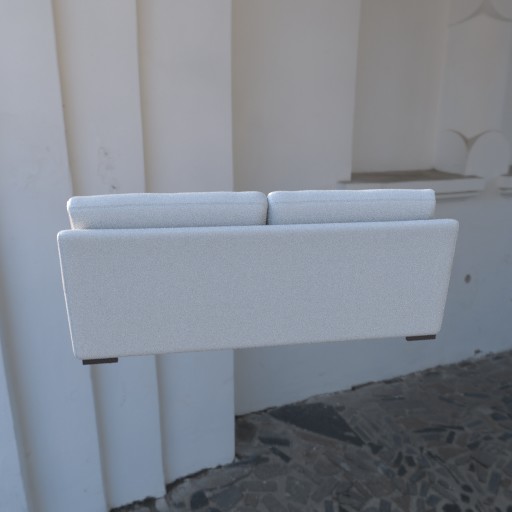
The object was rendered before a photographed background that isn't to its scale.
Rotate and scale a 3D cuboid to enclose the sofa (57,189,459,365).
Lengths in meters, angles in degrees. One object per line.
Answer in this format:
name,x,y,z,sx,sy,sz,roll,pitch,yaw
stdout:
sofa,0.000,0.000,2.957,2.261,0.940,1.143,-2,14,-9
